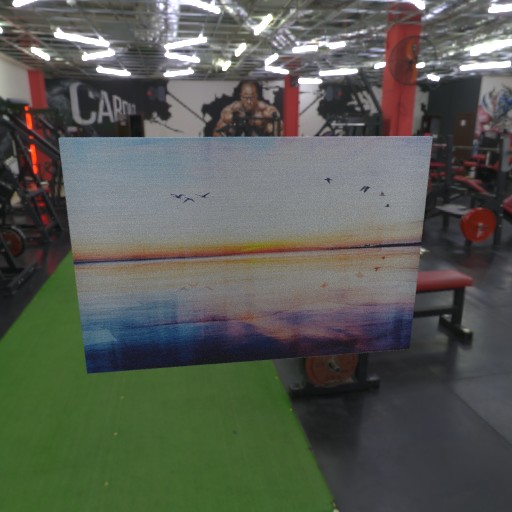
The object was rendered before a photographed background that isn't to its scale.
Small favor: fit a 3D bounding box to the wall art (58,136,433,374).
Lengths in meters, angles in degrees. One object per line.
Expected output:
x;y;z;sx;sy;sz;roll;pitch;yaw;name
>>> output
0.000;0.000;1.458;1.137;0.756;0.034;-2;17;-8;wall art
